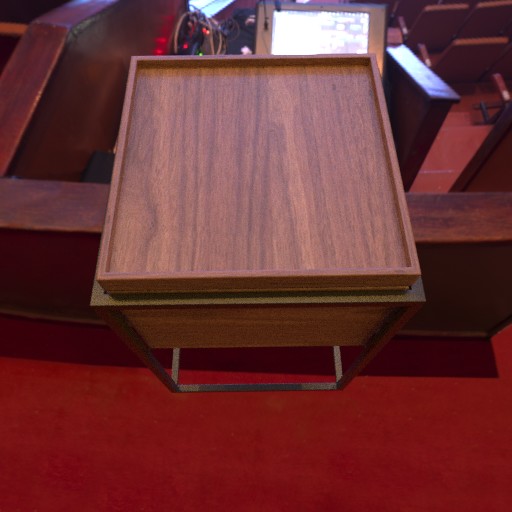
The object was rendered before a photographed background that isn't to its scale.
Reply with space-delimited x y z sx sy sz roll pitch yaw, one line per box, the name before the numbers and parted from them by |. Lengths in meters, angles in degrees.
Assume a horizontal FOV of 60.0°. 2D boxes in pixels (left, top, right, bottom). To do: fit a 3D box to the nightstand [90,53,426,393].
nightstand | 0.000 0.000 0.847 0.397 0.607 0.397 -1 63 0
